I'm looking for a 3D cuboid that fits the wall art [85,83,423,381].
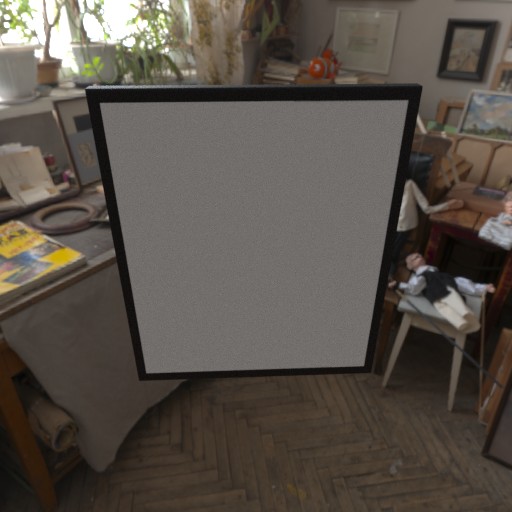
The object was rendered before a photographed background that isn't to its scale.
[{"bbox_3d":[0.000,0.000,0.701,0.430,0.509,0.021,-1,30,-2],"label":"wall art"}]
